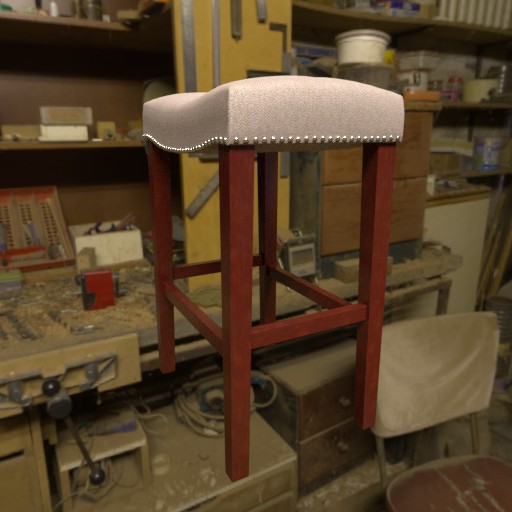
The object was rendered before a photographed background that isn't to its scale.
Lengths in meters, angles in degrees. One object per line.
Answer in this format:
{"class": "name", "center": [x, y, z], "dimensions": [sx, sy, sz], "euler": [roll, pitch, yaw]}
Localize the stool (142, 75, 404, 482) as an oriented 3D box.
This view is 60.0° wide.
{"class": "stool", "center": [0.000, 0.000, 1.036], "dimensions": [0.372, 0.742, 0.504], "euler": [-8, 18, -27]}
